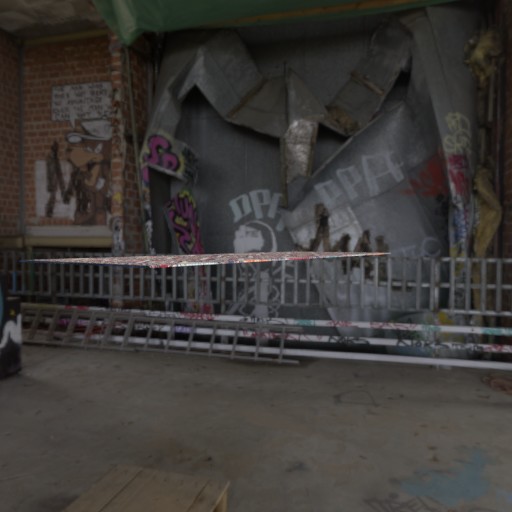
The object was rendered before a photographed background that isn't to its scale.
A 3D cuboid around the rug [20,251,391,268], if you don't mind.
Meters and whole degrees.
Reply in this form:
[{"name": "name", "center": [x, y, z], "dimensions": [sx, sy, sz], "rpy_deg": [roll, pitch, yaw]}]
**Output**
[{"name": "rug", "center": [0.000, 0.000, 2.626], "dimensions": [0.832, 0.008, 2.362], "rpy_deg": [1, 2, 36]}]
